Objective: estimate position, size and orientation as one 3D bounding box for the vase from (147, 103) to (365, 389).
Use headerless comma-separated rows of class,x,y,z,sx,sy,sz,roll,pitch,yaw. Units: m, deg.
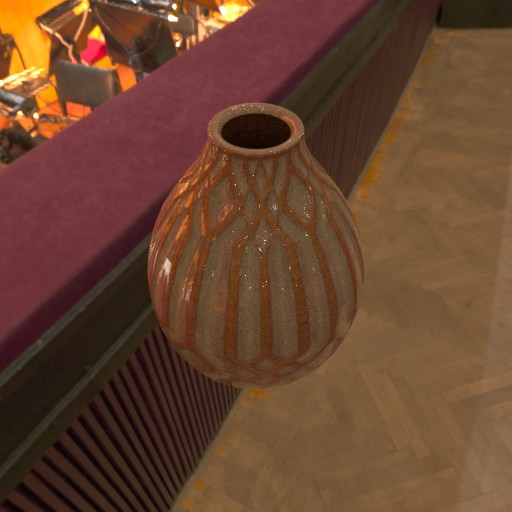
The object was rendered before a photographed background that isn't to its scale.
vase,0.000,0.000,0.266,0.131,0.175,0.131,0,47,0
